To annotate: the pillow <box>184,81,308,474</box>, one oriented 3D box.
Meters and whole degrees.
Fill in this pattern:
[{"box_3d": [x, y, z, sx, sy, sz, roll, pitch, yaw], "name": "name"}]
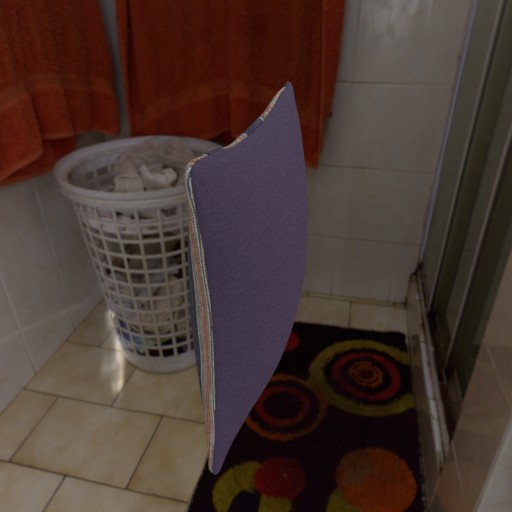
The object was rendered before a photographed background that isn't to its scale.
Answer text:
[{"box_3d": [0.000, 0.000, 0.647, 0.136, 0.419, 0.437, 8, 32, 13], "name": "pillow"}]
